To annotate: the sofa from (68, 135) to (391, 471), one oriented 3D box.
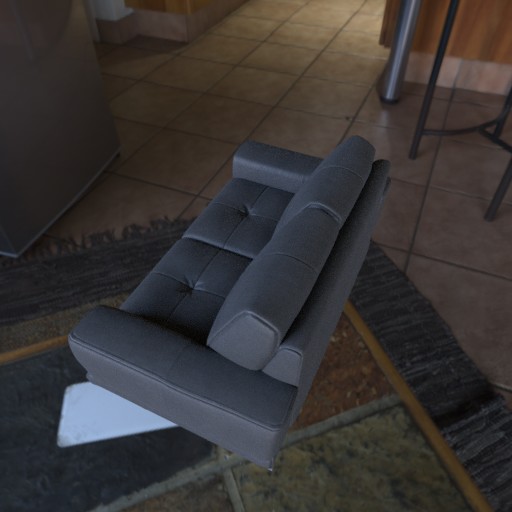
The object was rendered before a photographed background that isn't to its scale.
[{"bbox_3d":[0.000,0.000,2.367,1.018,0.907,1.806,19,49,17],"label":"sofa"}]
